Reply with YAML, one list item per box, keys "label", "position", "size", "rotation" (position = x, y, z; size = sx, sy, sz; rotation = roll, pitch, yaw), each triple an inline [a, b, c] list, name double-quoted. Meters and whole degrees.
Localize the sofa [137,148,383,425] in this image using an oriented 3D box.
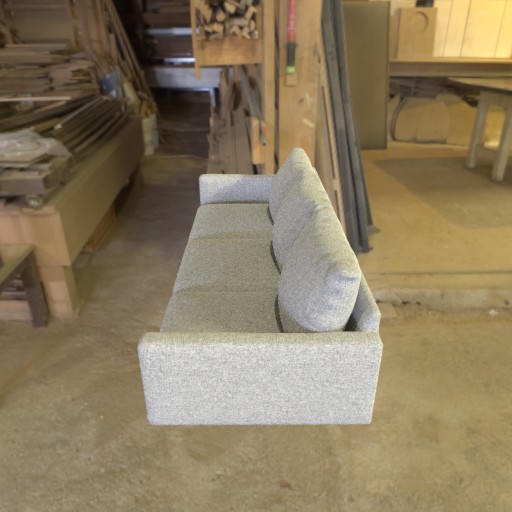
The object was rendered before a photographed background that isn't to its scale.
- label: "sofa"
  position: [0.000, 0.000, 2.440]
  size: [0.850, 0.830, 2.000]
  rotation: [0, 27, 0]
